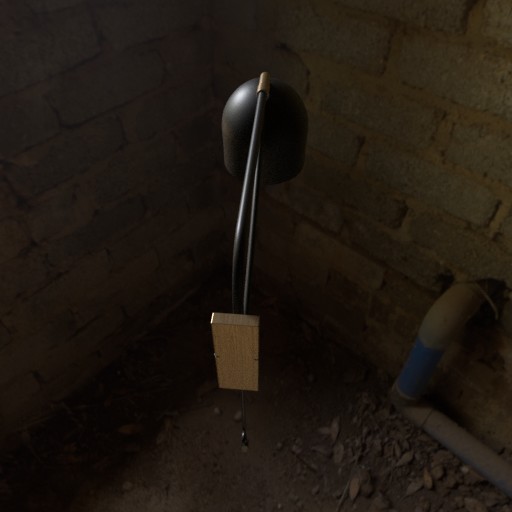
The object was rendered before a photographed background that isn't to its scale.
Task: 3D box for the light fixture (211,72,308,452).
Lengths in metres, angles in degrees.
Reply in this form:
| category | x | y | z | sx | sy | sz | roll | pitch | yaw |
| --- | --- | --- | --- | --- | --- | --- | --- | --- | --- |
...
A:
| category | x | y | z | sx | sy | sz | roll | pitch | yaw |
| --- | --- | --- | --- | --- | --- | --- | --- | --- | --- |
| light fixture | 0.000 | 0.000 | 1.081 | 0.215 | 0.696 | 0.720 | 4 | 46 | 4 |
